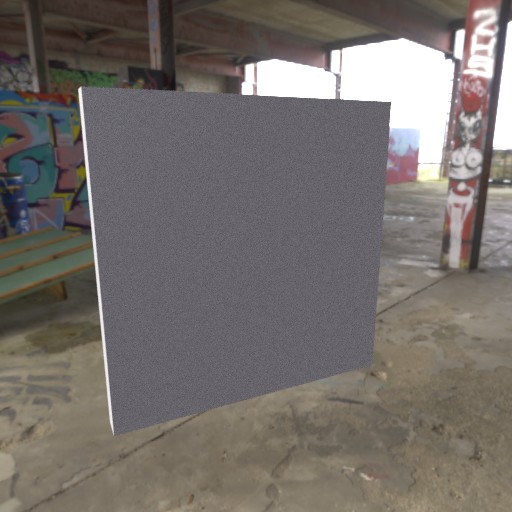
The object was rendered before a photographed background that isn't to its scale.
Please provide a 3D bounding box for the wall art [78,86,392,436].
[{"bbox_3d":[0.000,0.000,0.521,0.355,0.355,0.027,-7,16,-25],"label":"wall art"}]
